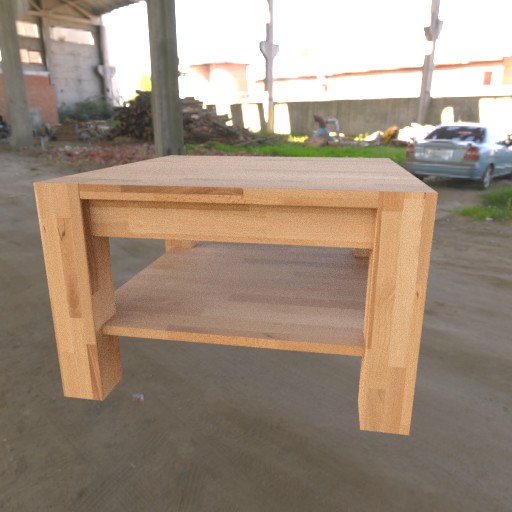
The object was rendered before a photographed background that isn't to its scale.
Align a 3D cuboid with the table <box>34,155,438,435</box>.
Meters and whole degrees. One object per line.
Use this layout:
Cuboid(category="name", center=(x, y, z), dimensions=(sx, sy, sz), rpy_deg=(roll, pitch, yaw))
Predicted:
Cuboid(category="table", center=(0.000, 0.000, 1.143), dimensions=(0.700, 0.451, 0.700), rpy_deg=(3, 17, 10))
